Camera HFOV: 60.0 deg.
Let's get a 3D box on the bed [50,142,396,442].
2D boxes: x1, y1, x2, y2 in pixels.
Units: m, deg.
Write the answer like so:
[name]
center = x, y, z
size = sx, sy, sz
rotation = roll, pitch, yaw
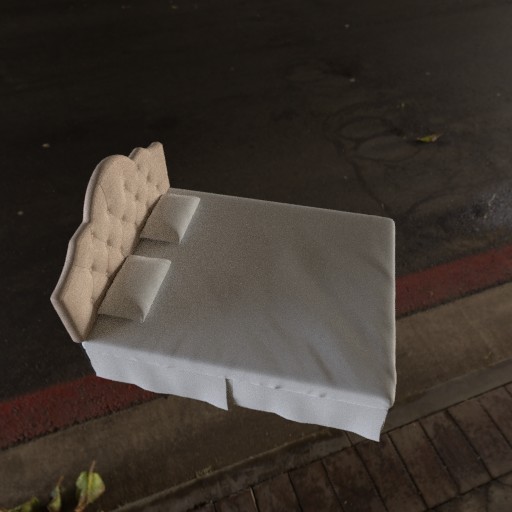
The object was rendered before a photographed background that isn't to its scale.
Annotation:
[bed]
center = 0.000, 0.000, 2.978
size = 1.970, 1.194, 1.667
rotation = 9, 48, 8
